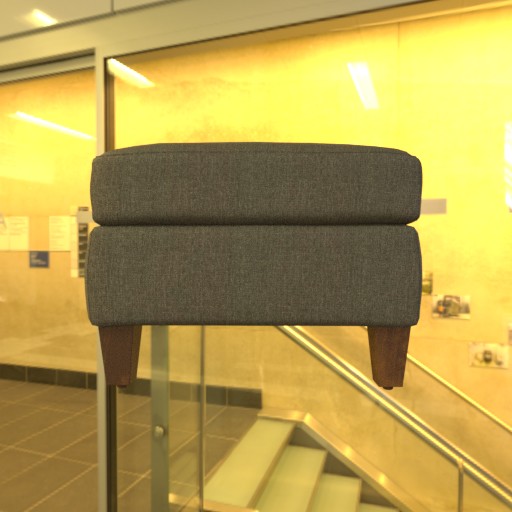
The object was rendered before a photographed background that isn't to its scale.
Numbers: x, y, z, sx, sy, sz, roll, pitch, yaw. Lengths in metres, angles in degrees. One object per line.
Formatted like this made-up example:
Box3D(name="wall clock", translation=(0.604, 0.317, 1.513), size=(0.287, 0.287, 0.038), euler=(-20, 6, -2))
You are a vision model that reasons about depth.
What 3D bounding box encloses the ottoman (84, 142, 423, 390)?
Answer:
Box3D(name="ottoman", translation=(0.000, 0.000, 1.203), size=(0.639, 0.496, 0.826), euler=(0, 1, 1))
